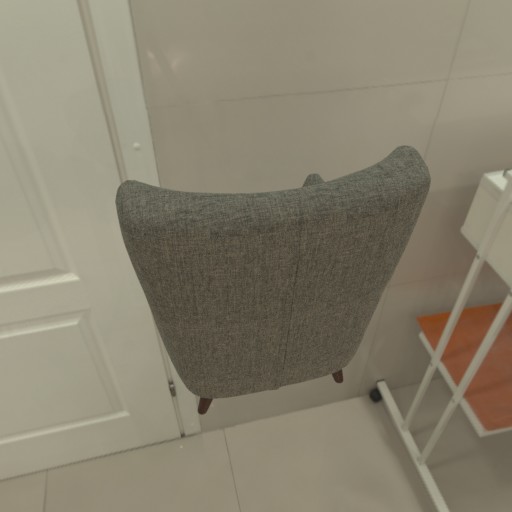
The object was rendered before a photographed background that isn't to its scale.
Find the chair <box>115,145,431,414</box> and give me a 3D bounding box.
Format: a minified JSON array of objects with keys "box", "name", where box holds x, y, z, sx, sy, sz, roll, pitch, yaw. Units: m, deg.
[{"box":[0.000,0.000,1.729,0.878,1.063,0.904,-9,42,-11],"name":"chair"}]
